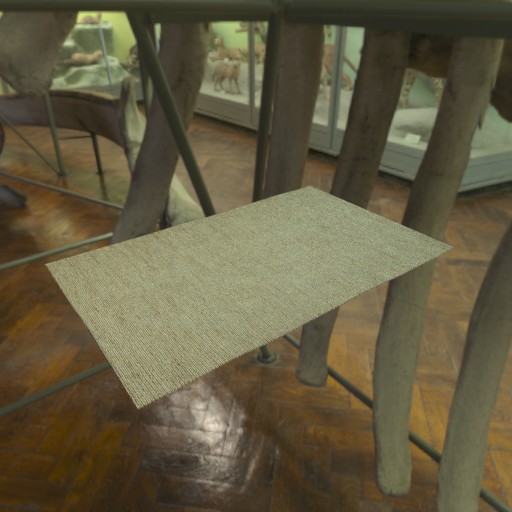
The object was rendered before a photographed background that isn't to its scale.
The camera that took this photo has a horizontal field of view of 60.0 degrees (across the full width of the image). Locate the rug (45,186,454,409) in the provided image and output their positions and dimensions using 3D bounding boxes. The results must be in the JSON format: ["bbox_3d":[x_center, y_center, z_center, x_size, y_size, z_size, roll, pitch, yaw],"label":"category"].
[{"bbox_3d":[0.000,0.000,3.102,2.439,0.011,1.533,-21,36,-31],"label":"rug"}]
